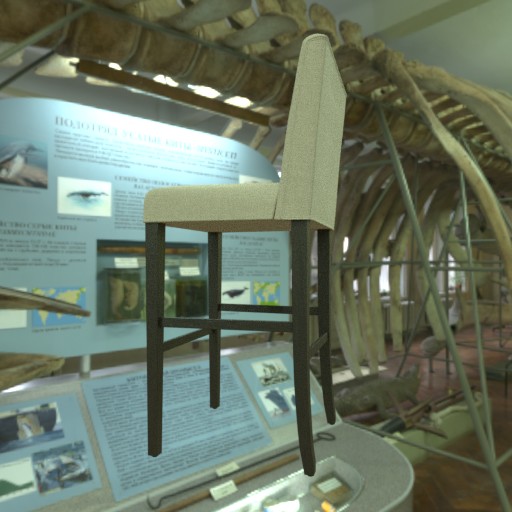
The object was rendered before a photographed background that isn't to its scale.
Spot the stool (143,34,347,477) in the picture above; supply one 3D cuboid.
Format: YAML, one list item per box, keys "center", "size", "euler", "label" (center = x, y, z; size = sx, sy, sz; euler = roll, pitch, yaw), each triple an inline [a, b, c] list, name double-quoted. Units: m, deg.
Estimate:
- center: [0.000, 0.000, 1.369]
  size: [0.509, 1.116, 0.474]
  euler: [0, -1, 18]
  label: "stool"
